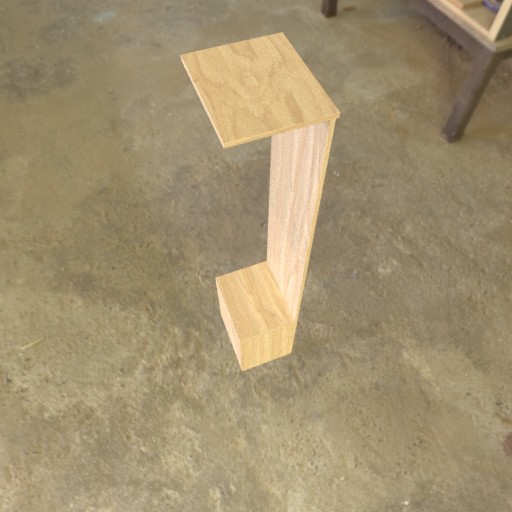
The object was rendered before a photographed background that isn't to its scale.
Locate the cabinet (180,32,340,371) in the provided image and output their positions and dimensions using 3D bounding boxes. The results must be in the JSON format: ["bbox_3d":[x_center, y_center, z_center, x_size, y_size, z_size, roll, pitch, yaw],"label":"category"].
[{"bbox_3d":[0.000,0.000,2.075,0.338,1.879,0.411,-18,59,-11],"label":"cabinet"}]
